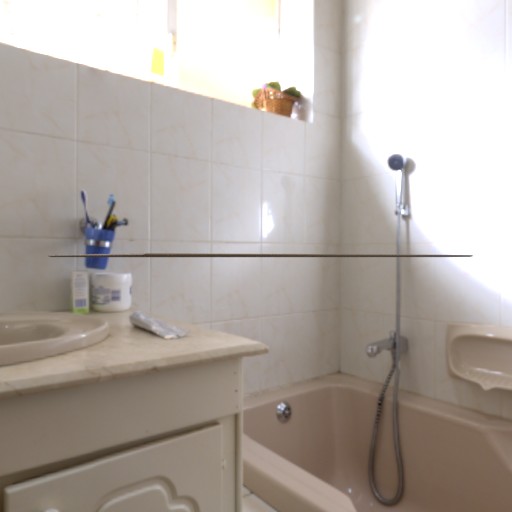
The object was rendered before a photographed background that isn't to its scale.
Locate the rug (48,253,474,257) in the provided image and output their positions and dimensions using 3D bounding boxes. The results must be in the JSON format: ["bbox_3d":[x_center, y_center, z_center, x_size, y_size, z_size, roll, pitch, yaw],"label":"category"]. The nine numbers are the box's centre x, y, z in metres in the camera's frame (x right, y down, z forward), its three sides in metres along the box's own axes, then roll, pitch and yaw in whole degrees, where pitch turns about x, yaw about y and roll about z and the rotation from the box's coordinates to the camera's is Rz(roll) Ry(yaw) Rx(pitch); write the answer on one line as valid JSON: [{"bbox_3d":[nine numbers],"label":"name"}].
[{"bbox_3d":[0.000,0.000,3.994,3.041,0.020,2.413,0,0,-35],"label":"rug"}]
